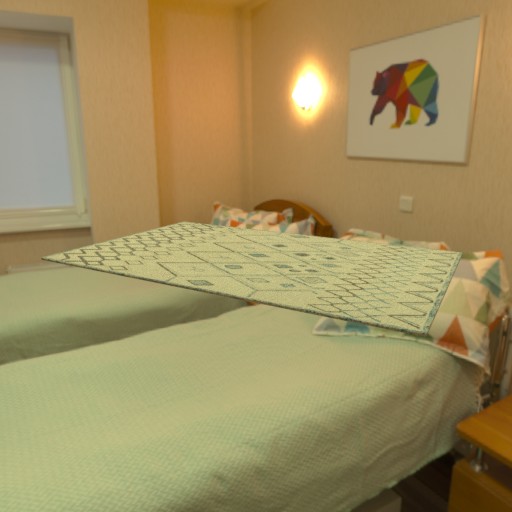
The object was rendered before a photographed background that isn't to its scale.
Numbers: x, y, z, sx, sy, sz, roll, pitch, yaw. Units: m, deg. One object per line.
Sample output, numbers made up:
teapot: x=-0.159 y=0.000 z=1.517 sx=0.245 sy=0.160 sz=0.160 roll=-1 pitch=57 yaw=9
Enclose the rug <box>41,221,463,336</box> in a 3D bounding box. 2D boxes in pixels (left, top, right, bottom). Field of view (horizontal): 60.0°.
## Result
rug: x=0.000 y=0.000 z=3.012 sx=2.439 sy=0.015 sz=1.524 roll=8 pitch=17 yaw=28
